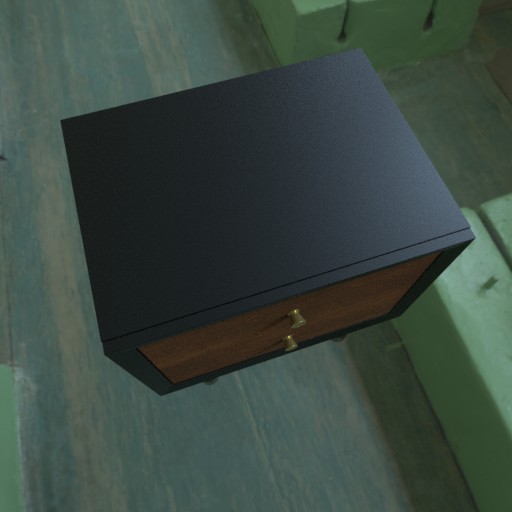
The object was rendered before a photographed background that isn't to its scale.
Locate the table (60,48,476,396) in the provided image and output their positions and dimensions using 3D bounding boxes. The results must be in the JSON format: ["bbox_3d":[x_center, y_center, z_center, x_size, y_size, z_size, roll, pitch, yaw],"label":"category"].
[{"bbox_3d":[0.000,0.000,0.975,0.564,0.584,0.441,-17,66,-8],"label":"table"}]
